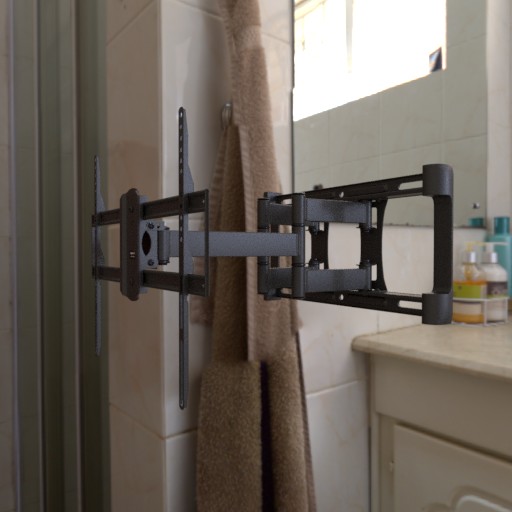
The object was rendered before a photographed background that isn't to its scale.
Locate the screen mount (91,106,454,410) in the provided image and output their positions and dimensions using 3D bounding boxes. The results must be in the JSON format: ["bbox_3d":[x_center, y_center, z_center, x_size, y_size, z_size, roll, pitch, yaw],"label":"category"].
[{"bbox_3d":[0.000,0.000,0.940,0.556,0.424,0.571,-1,1,-37],"label":"screen mount"}]
